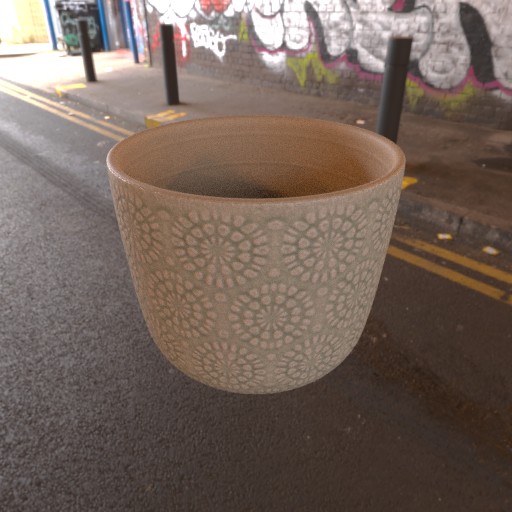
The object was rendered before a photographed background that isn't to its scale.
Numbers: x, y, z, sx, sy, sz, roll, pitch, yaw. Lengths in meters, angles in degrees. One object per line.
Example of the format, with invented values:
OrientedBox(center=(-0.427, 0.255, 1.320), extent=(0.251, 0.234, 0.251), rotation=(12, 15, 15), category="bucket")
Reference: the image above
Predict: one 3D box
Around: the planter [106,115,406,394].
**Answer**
OrientedBox(center=(0.000, 0.000, 0.217), extent=(0.124, 0.109, 0.124), rotation=(0, 30, 0), category="planter")
